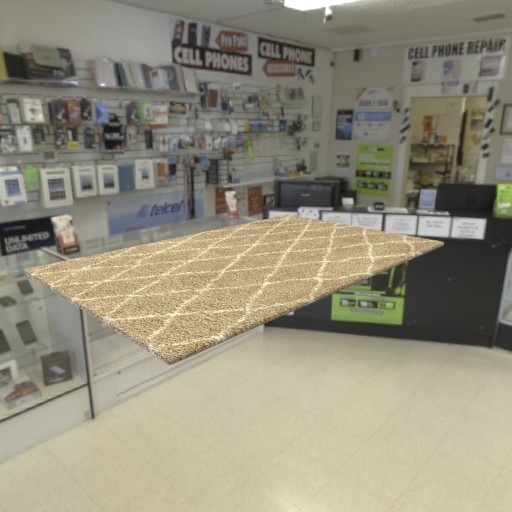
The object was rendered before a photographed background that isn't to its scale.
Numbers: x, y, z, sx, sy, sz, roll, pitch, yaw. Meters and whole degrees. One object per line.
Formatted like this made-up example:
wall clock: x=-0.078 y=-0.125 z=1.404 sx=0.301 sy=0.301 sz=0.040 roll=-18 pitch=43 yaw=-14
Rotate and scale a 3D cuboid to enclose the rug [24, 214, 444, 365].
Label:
rug: x=0.000 y=0.000 z=2.975 sx=1.524 sy=0.030 sz=2.438 roll=16 pitch=23 yaw=43
